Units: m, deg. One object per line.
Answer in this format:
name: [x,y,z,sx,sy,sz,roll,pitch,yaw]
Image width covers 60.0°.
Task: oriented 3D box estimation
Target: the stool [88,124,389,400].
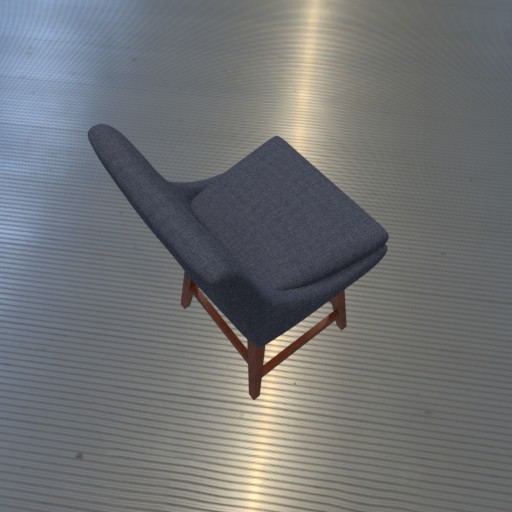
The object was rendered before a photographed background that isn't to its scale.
stool: [0.000,0.000,1.202,0.524,0.895,0.467,-34,64,-19]
